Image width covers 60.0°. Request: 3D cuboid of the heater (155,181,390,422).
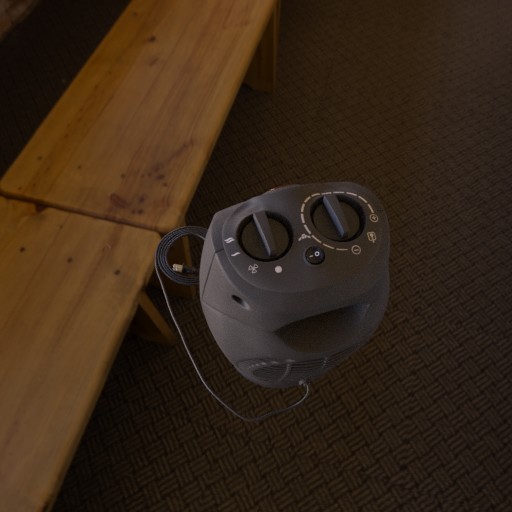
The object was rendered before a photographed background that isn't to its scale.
[{"bbox_3d":[0.000,0.000,0.486,0.239,0.255,0.291,-14,61,-8],"label":"heater"}]
